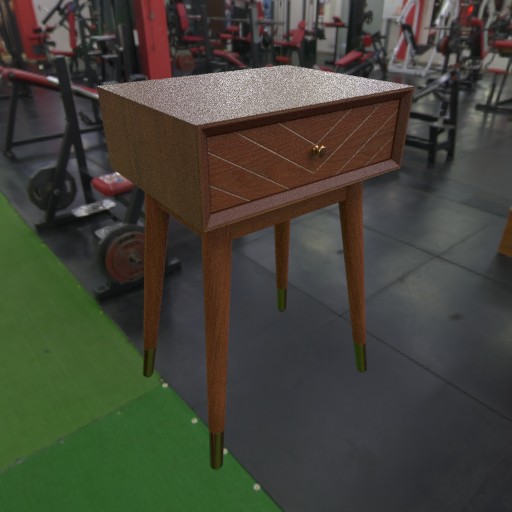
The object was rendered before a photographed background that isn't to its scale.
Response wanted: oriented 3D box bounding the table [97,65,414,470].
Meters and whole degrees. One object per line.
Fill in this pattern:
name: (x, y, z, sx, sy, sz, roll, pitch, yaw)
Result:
table: (0.000, 0.000, 0.825, 0.406, 0.599, 0.300, -21, 37, -32)
